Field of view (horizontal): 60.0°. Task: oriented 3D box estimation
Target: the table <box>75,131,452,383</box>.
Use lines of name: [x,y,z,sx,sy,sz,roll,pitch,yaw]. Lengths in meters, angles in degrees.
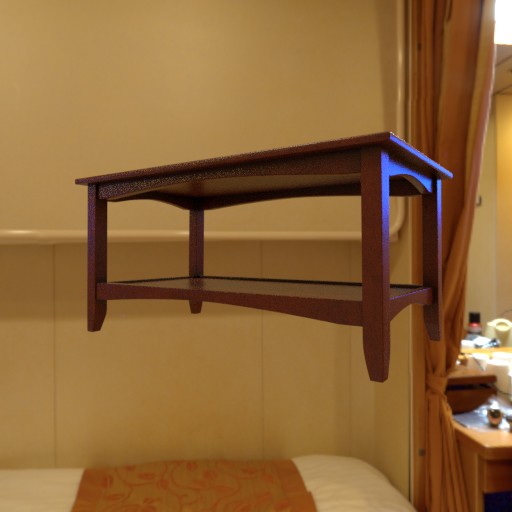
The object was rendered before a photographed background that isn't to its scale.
table: [0.000,0.000,1.269,0.943,0.456,0.533,1,1,35]
